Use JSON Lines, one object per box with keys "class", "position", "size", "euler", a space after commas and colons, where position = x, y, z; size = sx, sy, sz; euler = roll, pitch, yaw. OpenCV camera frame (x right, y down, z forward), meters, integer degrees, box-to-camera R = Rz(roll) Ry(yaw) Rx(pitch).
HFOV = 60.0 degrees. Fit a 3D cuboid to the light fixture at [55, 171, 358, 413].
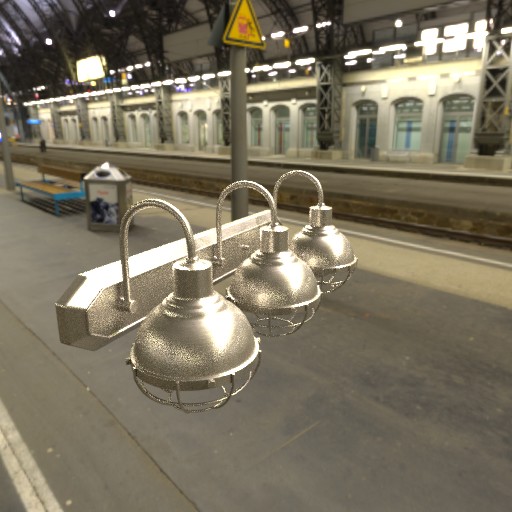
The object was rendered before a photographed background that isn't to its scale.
{"class": "light fixture", "position": [0.000, 0.000, 0.763], "size": [0.229, 0.254, 0.634], "euler": [8, 17, 26]}
